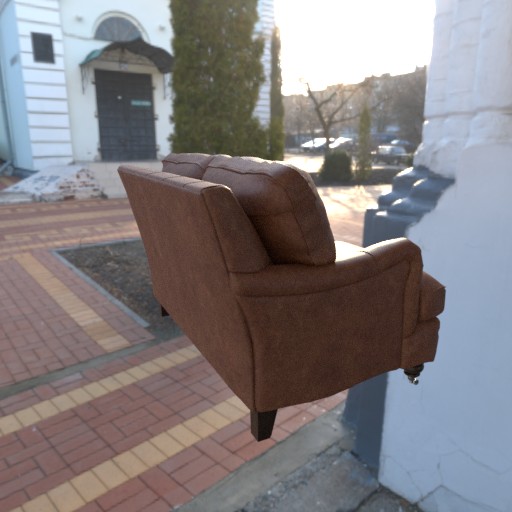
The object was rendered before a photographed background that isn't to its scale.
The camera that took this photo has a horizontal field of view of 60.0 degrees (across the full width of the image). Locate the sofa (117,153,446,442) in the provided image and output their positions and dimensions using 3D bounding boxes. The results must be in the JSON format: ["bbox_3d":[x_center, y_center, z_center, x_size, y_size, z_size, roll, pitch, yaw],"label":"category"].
[{"bbox_3d":[0.000,0.000,2.243,1.077,1.004,1.527,-7,16,-26],"label":"sofa"}]
